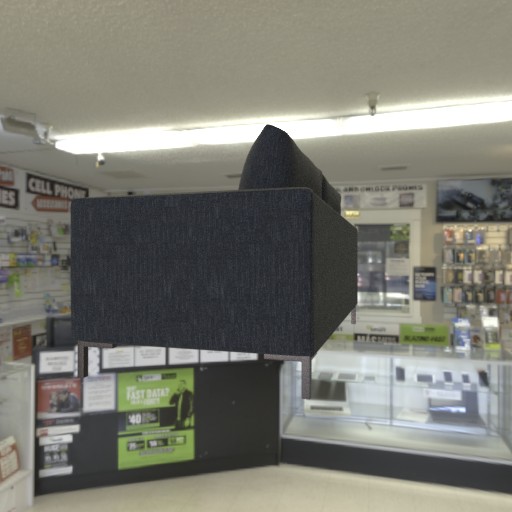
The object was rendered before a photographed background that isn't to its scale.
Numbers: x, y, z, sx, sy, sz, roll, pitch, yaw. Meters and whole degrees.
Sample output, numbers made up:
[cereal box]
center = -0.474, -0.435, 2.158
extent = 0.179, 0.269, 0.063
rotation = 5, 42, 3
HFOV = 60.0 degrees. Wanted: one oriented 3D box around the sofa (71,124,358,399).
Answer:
[sofa]
center = 0.000, 0.000, 2.212
extent = 0.866, 0.862, 1.716
rotation = 0, -1, 17
